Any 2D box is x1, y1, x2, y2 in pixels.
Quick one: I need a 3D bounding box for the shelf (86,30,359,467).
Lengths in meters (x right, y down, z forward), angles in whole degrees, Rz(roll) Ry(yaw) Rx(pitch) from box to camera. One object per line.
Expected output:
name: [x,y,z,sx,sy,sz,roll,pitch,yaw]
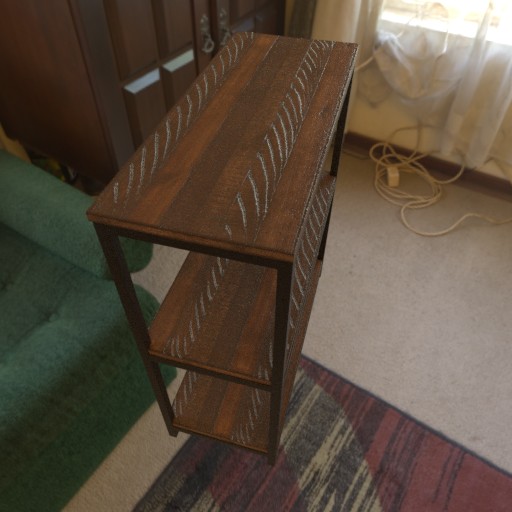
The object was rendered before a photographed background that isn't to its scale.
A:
shelf: [0.000,0.000,1.313,0.352,0.947,0.822,12,48,11]
